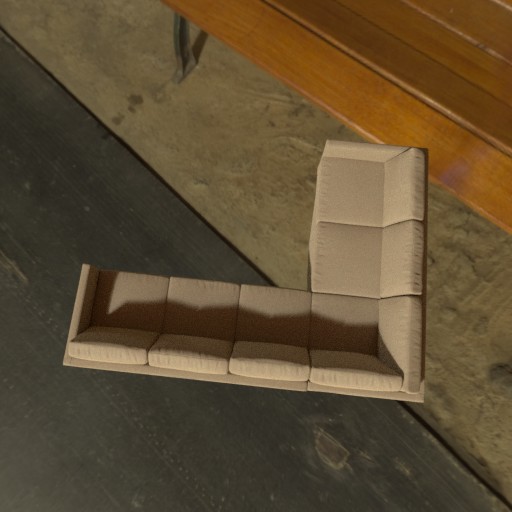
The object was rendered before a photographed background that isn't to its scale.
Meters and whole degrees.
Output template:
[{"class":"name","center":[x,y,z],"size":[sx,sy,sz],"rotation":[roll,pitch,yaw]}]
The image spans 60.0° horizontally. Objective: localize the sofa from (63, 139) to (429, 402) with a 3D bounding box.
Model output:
[{"class":"sofa","center":[0.000,0.000,4.366],"size":[3.182,0.871,2.432],"rotation":[6,77,1]}]
